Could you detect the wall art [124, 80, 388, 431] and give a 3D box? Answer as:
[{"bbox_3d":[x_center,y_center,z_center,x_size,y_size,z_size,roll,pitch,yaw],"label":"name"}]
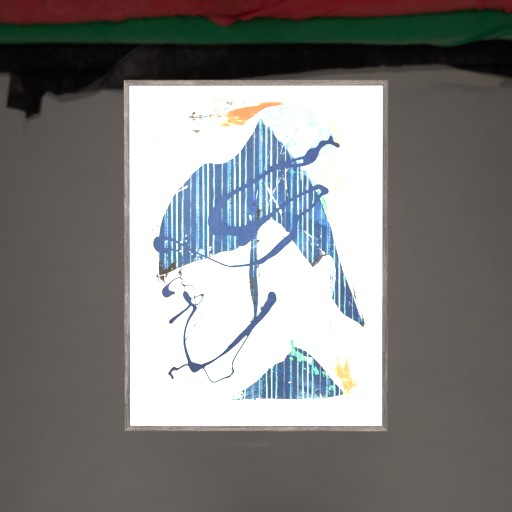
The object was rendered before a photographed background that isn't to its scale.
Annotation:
[{"bbox_3d":[0.000,0.000,1.314,0.762,1.016,0.063,0,0,0],"label":"wall art"}]
